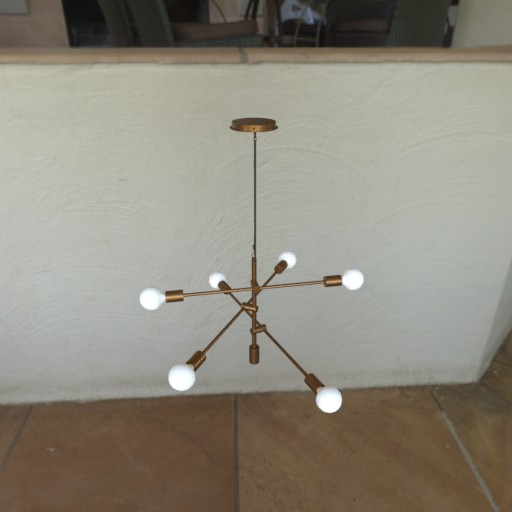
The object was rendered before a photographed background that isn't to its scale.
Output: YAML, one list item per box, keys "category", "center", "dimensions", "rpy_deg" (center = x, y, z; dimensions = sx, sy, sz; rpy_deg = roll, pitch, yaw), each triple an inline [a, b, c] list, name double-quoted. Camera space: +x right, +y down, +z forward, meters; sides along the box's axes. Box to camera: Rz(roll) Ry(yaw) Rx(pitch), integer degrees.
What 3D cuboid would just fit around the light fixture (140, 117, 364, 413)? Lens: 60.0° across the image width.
- category: "light fixture"
  center: [0.000, 0.000, 1.266]
  dimensions: [0.637, 0.744, 0.682]
  rpy_deg: [0, 27, 0]
